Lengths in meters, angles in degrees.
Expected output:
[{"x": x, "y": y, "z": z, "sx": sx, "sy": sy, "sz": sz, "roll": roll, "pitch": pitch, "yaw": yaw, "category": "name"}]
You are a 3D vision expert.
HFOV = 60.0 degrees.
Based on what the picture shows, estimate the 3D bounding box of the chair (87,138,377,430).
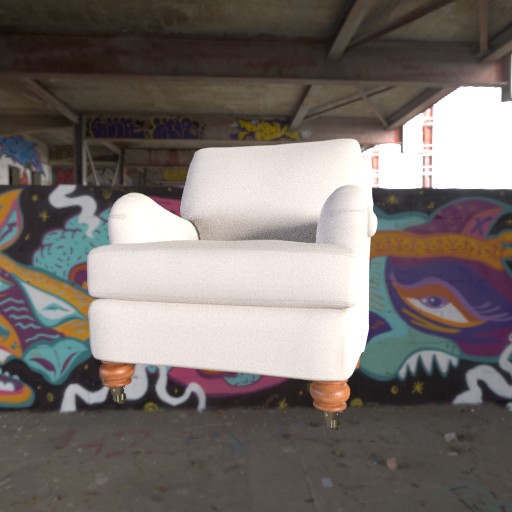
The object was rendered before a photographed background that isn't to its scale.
[{"x": 0.000, "y": 0.000, "z": 1.841, "sx": 0.955, "sy": 1.038, "sz": 1.070, "roll": 1, "pitch": 2, "yaw": 17, "category": "chair"}]
